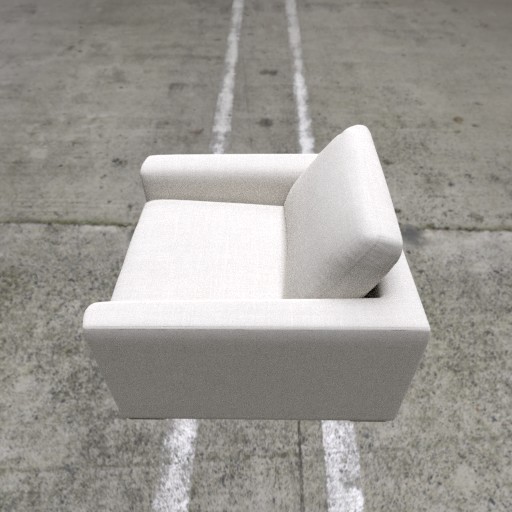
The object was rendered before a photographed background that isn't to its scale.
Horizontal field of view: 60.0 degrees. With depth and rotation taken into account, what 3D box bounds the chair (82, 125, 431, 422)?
[{"bbox_3d":[0.000,0.000,1.863,1.100,0.876,1.070,0,42,0],"label":"chair"}]
